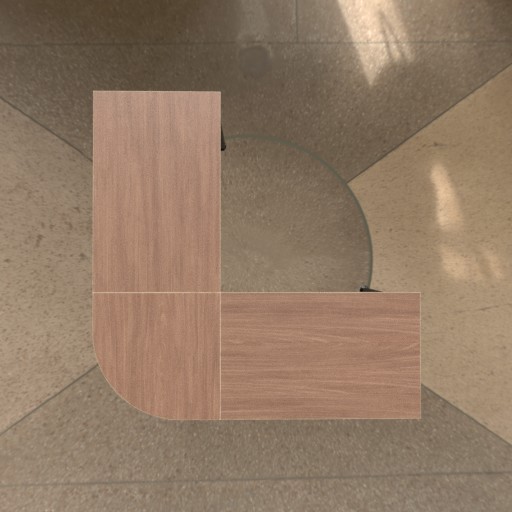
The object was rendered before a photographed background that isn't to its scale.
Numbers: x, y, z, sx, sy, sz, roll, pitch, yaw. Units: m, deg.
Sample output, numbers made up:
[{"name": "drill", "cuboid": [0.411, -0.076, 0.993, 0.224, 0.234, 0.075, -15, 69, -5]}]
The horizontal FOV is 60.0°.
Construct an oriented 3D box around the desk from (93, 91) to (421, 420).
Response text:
[{"name": "desk", "cuboid": [0.000, 0.000, 2.275, 1.400, 0.762, 1.400, 0, 89, -1]}]
